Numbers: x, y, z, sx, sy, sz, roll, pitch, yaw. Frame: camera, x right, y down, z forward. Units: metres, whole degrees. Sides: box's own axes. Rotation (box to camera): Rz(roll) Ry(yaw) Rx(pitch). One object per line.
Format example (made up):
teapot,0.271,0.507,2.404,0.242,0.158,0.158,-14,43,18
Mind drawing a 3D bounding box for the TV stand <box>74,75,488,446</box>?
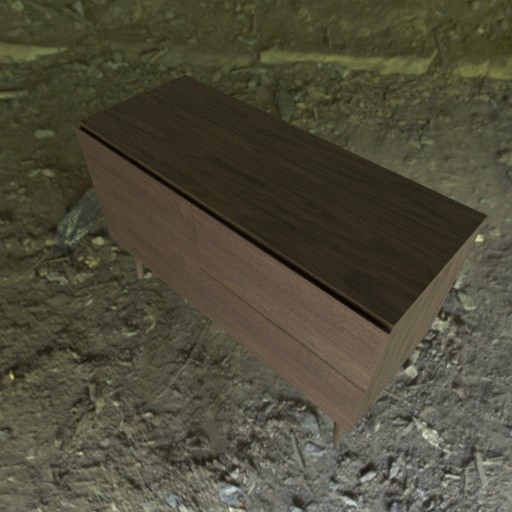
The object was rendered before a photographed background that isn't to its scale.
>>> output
TV stand,0.000,0.000,1.326,0.990,0.660,0.405,34,56,28
